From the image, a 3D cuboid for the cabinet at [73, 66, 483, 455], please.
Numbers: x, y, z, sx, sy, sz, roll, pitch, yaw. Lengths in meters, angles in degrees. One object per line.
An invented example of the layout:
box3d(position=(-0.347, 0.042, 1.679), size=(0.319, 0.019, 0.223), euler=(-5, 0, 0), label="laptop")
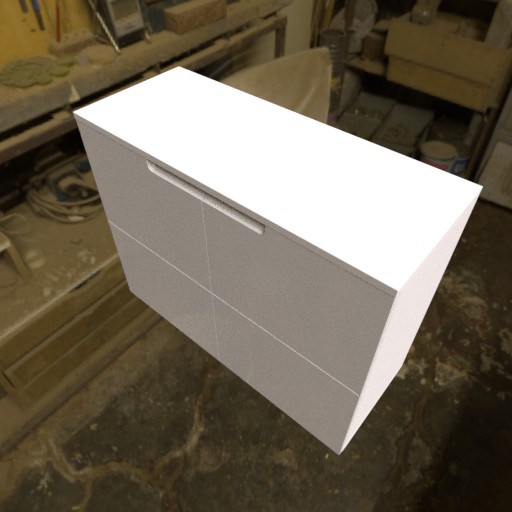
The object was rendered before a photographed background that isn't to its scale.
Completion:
box3d(position=(0.000, 0.000, 1.403), size=(1.000, 0.800, 0.400), euler=(31, 53, 27), label="cabinet")
